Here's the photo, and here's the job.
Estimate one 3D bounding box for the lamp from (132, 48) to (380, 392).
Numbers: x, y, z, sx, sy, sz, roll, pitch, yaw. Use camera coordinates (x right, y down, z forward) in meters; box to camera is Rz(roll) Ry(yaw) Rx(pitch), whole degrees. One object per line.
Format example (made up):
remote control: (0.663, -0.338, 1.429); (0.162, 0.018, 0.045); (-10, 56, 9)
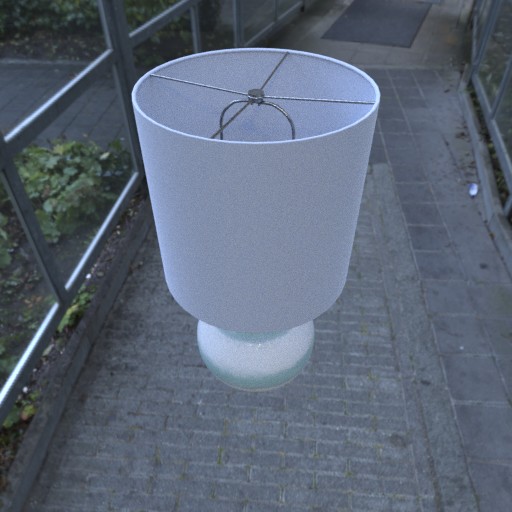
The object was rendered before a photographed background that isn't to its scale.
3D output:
lamp: (0.000, 0.000, 0.528); (0.217, 0.404, 0.217); (13, 43, 14)
